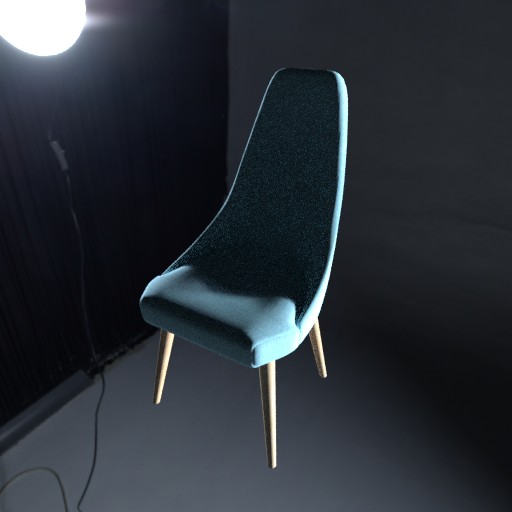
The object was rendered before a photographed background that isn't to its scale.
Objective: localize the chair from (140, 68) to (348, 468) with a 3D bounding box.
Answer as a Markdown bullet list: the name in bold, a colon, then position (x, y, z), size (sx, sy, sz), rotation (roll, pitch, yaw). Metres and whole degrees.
- **chair**: position (0.000, 0.000, 1.401), size (0.510, 1.040, 0.660), rotation (17, 33, 28)
